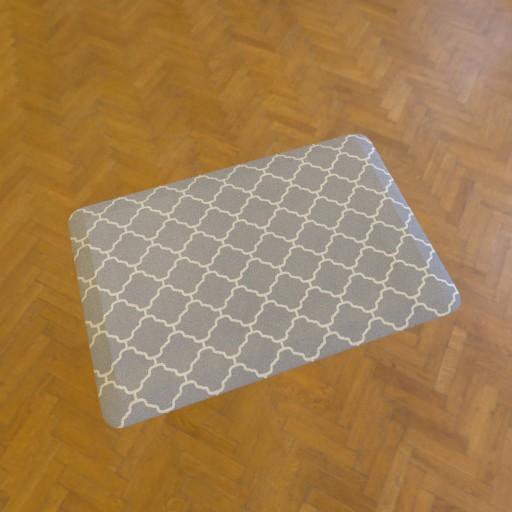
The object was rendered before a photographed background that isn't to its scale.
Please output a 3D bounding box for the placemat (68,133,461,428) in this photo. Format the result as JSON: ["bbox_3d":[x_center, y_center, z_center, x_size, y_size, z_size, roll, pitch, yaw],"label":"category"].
[{"bbox_3d":[0.000,0.000,0.973,0.762,0.021,0.508,-17,65,-8],"label":"placemat"}]
